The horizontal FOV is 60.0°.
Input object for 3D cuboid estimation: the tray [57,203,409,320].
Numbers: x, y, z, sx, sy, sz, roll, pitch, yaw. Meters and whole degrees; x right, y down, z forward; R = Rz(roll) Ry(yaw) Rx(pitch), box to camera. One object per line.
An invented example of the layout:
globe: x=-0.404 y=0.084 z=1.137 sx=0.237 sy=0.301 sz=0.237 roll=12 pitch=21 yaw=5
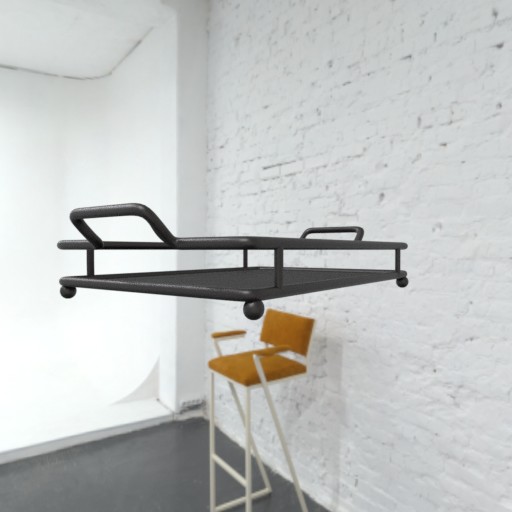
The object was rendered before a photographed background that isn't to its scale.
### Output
tray: x=0.000 y=0.000 z=0.614 sx=0.297 sy=0.101 sz=0.495 roll=1 pitch=1 yaw=36
